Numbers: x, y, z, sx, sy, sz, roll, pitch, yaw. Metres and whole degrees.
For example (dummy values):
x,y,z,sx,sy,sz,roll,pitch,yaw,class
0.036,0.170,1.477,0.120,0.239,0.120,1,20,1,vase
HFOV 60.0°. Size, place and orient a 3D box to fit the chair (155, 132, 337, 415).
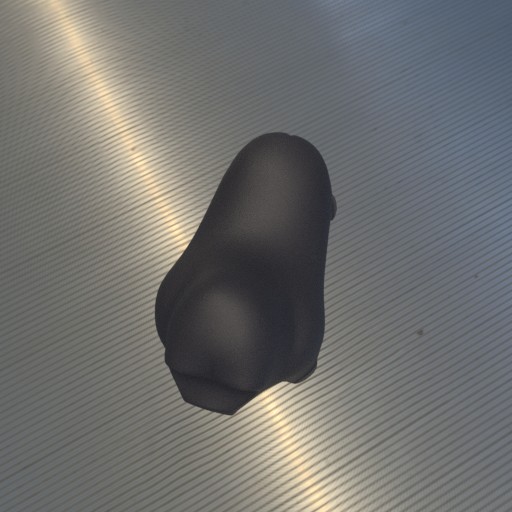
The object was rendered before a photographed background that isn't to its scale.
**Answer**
x,y,z,sx,sy,sz,roll,pitch,yaw,class
0.000,0.000,1.119,0.490,0.600,0.758,15,74,4,chair
